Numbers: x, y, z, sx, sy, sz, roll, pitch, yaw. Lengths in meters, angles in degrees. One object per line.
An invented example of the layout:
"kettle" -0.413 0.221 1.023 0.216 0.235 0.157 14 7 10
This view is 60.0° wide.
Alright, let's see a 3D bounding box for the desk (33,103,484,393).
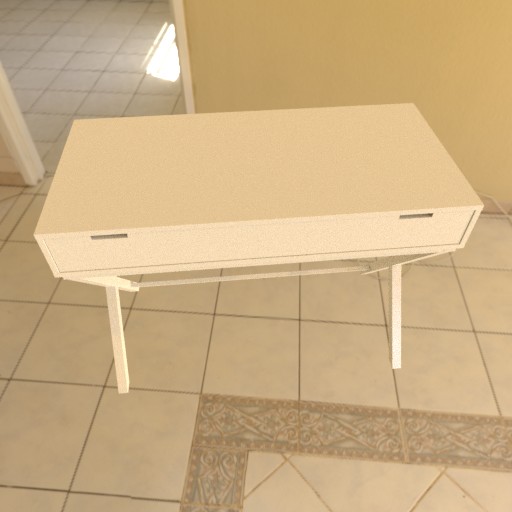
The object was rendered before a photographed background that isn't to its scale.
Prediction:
"desk" 0.000 0.000 1.489 1.059 0.780 0.509 -4 47 -4
